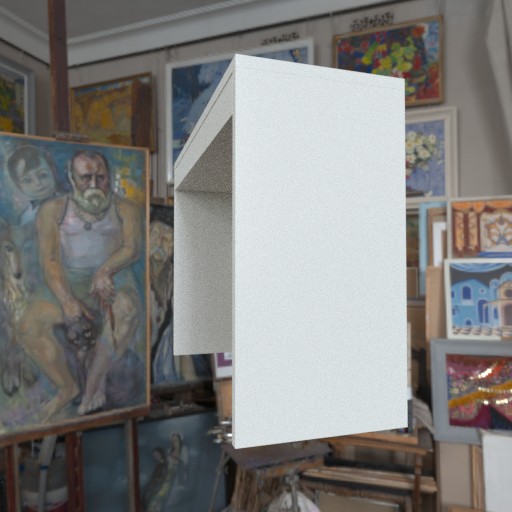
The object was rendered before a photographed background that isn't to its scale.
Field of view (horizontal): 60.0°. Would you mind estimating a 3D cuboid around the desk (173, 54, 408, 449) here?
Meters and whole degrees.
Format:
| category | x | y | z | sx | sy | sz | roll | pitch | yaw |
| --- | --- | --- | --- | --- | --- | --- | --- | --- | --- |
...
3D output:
| category | x | y | z | sx | sy | sz | roll | pitch | yaw |
| --- | --- | --- | --- | --- | --- | --- | --- | --- | --- |
| desk | 0.000 | 0.000 | 1.422 | 0.400 | 0.790 | 1.000 | 0 | -2 | -17 |
